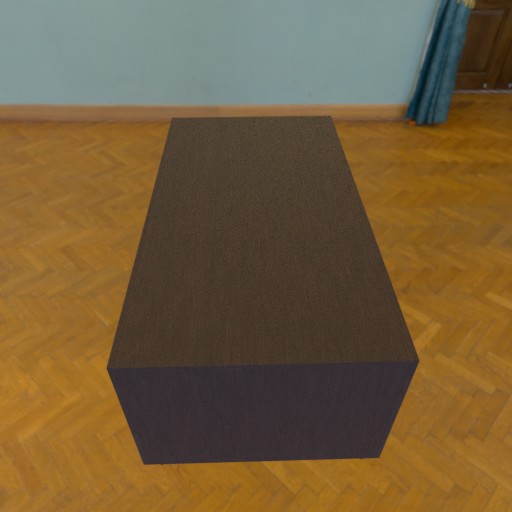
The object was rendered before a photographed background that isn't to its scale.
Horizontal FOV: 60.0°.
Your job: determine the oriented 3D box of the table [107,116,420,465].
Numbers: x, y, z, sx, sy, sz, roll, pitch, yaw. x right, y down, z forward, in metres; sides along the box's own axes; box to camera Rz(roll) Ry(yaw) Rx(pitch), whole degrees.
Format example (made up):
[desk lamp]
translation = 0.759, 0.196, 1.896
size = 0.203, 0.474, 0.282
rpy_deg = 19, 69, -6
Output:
[table]
translation = 0.000, 0.000, 1.395
size = 0.597, 0.424, 1.099
rpy_deg = -1, 42, -1
